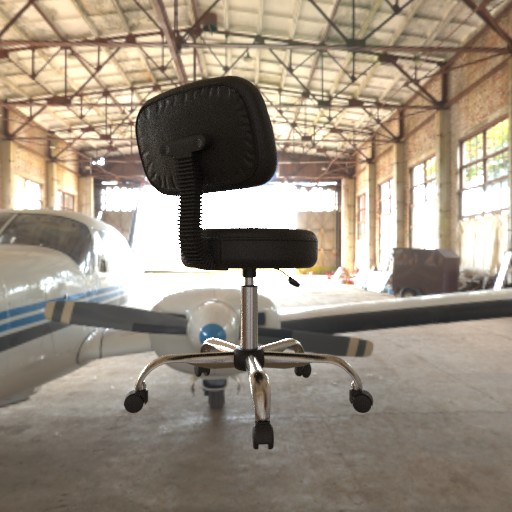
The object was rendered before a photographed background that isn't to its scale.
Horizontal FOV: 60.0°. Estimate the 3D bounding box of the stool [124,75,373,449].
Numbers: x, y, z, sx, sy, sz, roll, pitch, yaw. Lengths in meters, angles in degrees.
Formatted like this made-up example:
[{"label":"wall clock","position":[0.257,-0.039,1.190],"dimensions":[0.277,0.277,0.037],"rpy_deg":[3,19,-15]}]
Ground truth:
[{"label":"stool","position":[0.000,0.000,1.342],"dimensions":[0.673,0.862,0.648],"rpy_deg":[0,0,35]}]
